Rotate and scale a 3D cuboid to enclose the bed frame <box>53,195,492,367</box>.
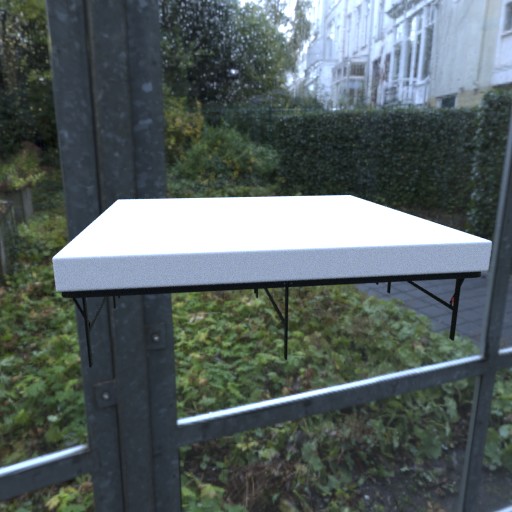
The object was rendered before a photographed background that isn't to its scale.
[{"bbox_3d":[0.000,0.000,2.998,2.032,0.559,1.930,-2,15,-9],"label":"bed frame"}]
